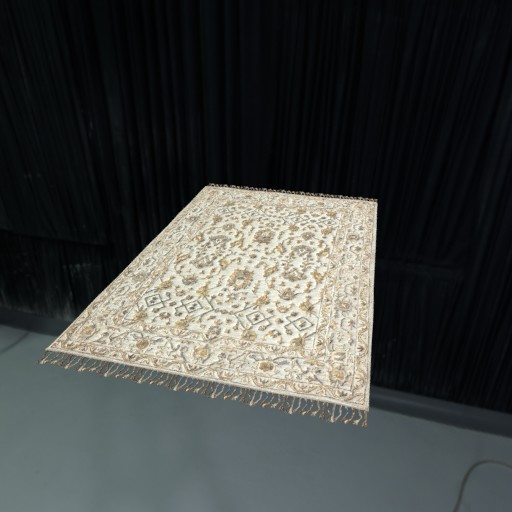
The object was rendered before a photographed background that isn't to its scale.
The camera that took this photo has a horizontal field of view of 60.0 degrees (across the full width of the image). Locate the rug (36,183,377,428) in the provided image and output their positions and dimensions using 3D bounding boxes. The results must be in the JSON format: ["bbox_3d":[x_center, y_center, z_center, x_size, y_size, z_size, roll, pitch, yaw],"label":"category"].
[{"bbox_3d":[0.000,0.000,2.925,1.529,0.027,2.434,7,31,12],"label":"rug"}]
